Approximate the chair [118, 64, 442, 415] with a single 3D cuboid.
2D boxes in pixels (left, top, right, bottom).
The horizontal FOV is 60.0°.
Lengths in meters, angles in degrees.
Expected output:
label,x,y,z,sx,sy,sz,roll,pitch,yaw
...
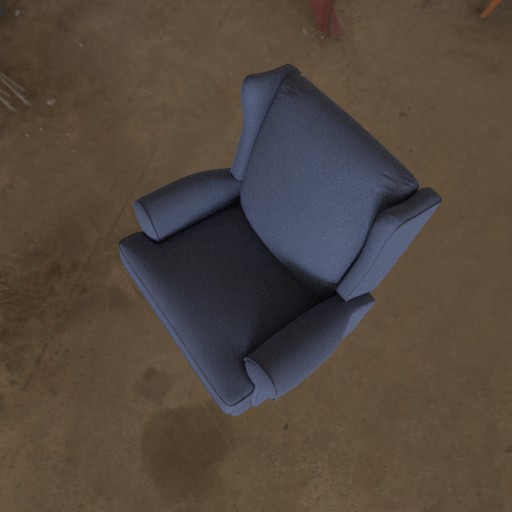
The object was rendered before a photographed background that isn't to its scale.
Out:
label,x,y,z,sx,sy,sz,roll,pitch,yaw
chair,0.000,0.000,1.754,0.877,1.020,0.971,-33,68,-16
